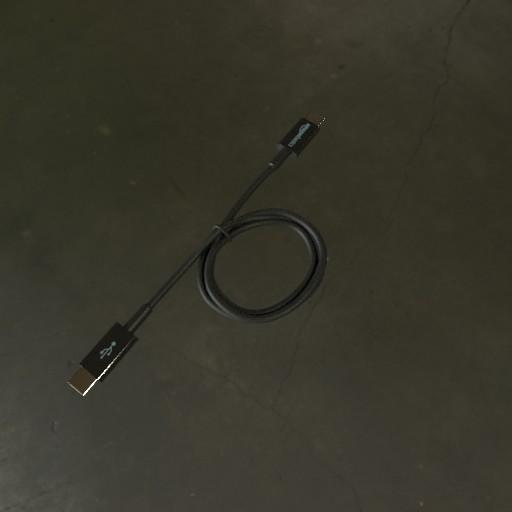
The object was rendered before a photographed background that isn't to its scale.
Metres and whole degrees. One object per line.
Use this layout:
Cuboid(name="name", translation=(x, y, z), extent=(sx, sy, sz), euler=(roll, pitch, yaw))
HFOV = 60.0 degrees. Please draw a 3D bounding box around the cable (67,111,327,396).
Cuboid(name="cable", translation=(0.000, 0.000, 0.228), extent=(0.070, 0.014, 0.203), euler=(33, 69, 15))
